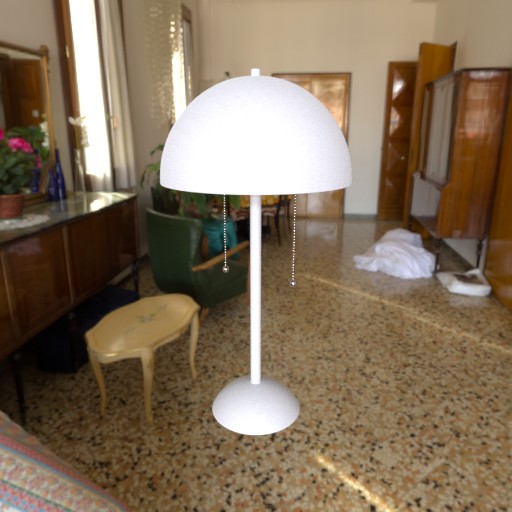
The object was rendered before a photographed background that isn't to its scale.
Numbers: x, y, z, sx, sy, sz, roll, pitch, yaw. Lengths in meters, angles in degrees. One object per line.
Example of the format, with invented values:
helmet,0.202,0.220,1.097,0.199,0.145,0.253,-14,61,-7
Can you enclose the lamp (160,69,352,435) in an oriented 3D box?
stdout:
lamp,0.000,0.000,0.423,0.171,0.330,0.171,0,16,0
